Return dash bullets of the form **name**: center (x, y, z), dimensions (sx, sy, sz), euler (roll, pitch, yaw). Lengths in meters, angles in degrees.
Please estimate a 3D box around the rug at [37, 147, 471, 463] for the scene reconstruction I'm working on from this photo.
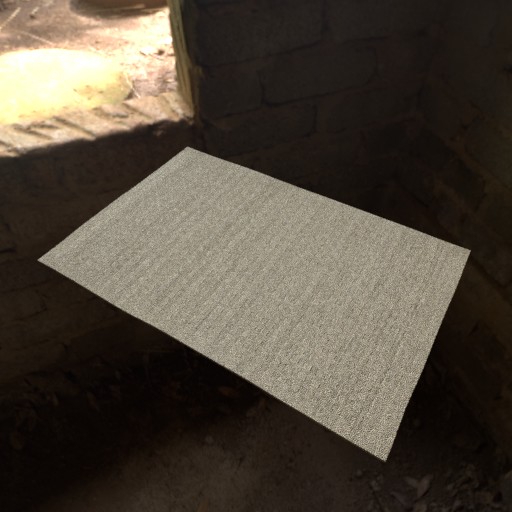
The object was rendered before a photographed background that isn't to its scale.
- **rug**: center (0.000, 0.000, 2.812), dimensions (2.297, 0.018, 1.532), euler (24, 51, 21)
